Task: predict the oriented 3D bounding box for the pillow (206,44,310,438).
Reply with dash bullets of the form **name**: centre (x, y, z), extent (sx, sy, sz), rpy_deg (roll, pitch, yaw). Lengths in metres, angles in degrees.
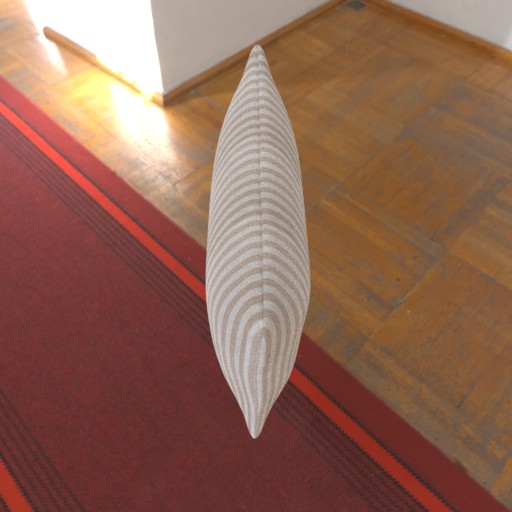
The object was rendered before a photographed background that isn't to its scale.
- **pillow**: centre (0.000, 0.000, 0.801), extent (0.166, 0.510, 0.523), rpy_deg (0, 56, 0)
